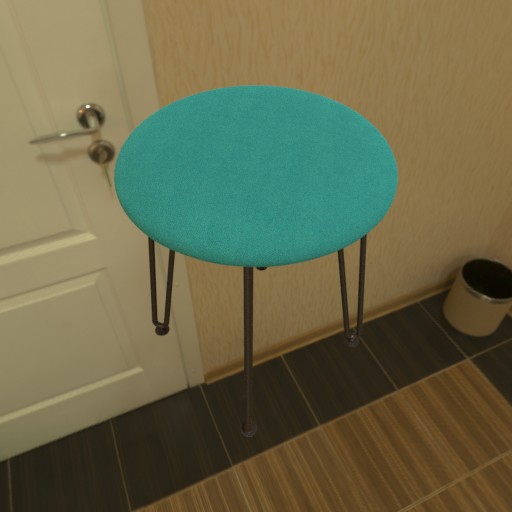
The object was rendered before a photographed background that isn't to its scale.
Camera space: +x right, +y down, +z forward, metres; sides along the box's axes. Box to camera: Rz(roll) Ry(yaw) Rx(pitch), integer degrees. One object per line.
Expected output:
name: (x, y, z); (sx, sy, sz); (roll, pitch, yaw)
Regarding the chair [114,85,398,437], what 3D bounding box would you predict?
chair: (0.000, 0.000, 0.684); (0.350, 0.430, 0.350); (28, 52, 25)
